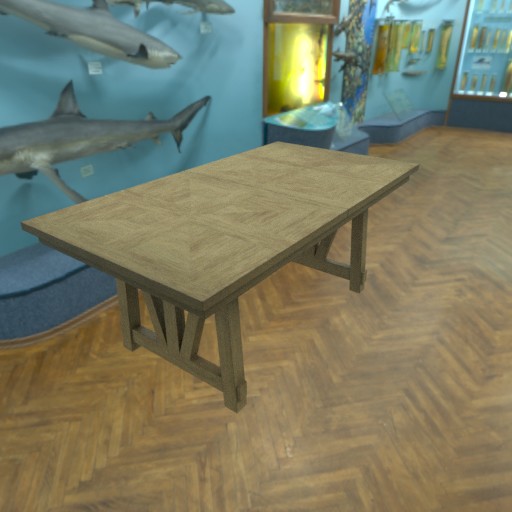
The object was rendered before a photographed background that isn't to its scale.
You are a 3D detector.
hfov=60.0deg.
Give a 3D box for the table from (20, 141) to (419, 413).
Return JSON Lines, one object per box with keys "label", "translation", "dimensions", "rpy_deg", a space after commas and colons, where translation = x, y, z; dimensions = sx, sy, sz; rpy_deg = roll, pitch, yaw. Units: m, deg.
{"label": "table", "translation": [0.000, 0.000, 2.398], "dimensions": [1.016, 0.768, 1.881], "rpy_deg": [19, 32, 32]}
